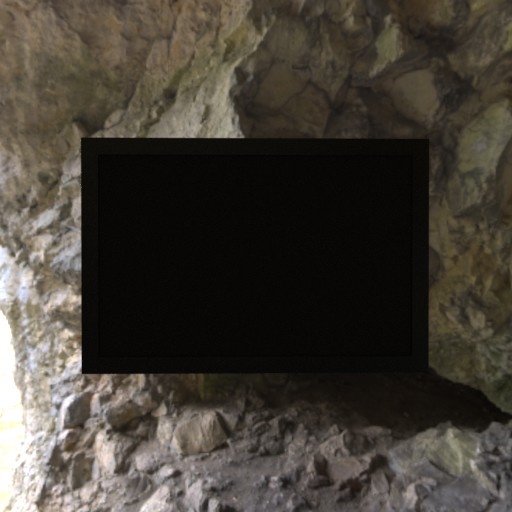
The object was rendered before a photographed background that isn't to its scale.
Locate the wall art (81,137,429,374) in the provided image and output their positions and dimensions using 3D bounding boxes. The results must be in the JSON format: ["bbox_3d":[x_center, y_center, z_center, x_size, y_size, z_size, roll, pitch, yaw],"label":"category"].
[{"bbox_3d":[0.000,0.000,0.847,0.660,0.447,0.013,0,0,-1],"label":"wall art"}]
